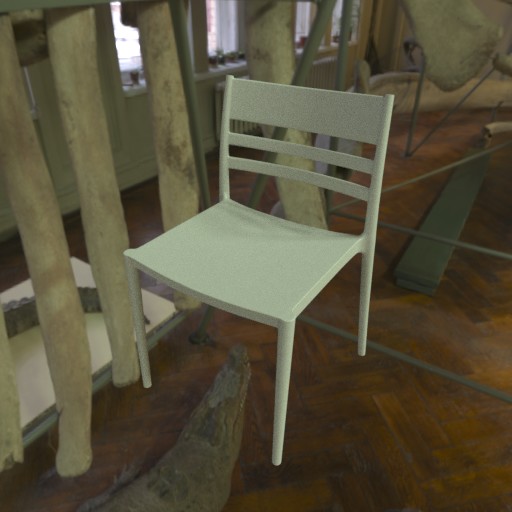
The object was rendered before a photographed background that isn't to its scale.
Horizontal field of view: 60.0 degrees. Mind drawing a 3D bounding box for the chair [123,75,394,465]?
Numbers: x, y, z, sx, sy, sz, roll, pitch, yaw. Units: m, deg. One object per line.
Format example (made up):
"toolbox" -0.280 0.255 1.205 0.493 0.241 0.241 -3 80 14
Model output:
"chair" 0.000 0.000 1.170 0.531 0.800 0.511 19 36 28
